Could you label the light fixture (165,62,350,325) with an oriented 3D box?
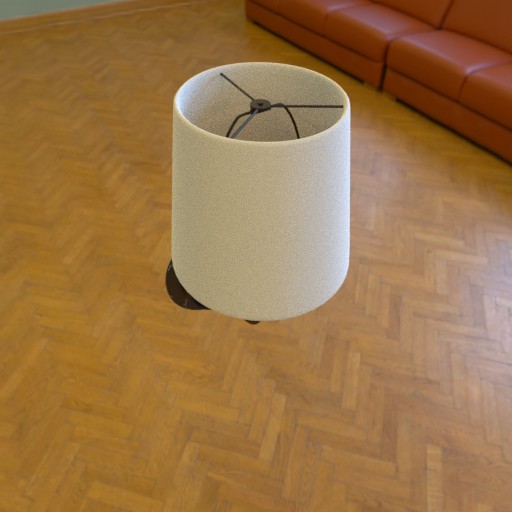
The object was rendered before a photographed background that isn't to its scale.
[{"bbox_3d":[0.000,0.000,0.444,0.168,0.337,0.188,-24,50,-22],"label":"light fixture"}]
